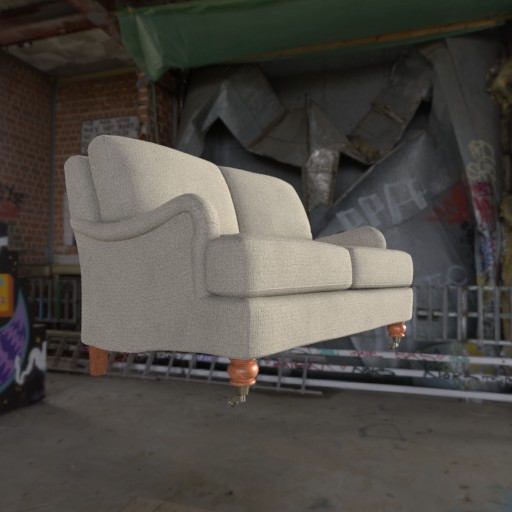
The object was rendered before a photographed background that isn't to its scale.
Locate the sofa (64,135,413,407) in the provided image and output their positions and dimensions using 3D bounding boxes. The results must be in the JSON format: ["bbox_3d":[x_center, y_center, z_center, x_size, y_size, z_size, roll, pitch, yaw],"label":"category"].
[{"bbox_3d":[0.000,0.000,2.166,1.087,0.999,1.480,-2,-2,38],"label":"sofa"}]
